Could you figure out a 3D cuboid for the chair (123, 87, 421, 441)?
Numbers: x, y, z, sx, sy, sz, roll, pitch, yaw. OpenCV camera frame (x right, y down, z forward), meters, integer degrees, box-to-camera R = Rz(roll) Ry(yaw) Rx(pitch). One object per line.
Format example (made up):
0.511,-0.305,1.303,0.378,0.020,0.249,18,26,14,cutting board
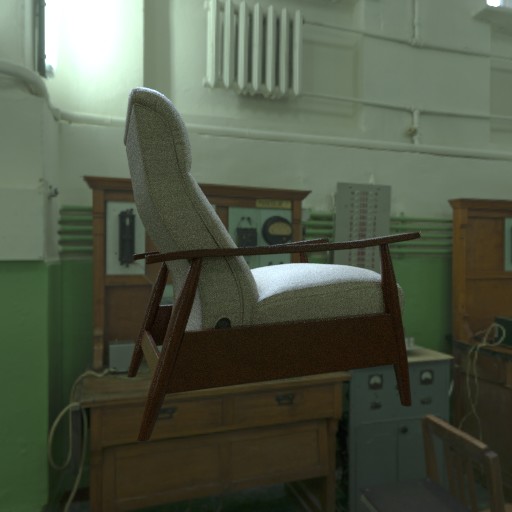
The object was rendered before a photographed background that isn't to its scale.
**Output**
0.000,0.000,1.799,1.014,1.082,0.762,0,0,-18,chair
